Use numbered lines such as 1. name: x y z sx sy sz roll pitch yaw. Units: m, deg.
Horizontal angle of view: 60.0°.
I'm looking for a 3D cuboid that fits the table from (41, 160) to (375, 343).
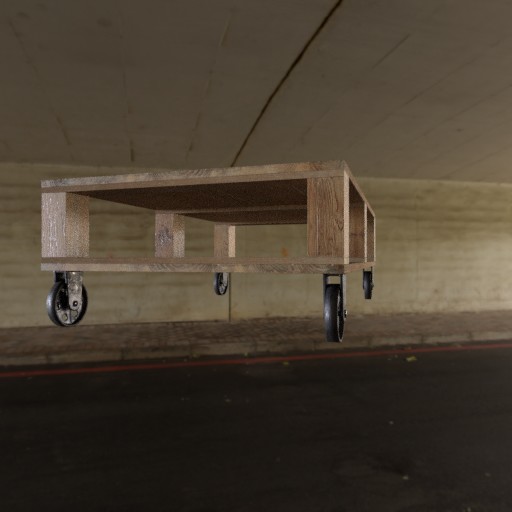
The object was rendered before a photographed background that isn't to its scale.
1. table: 0.000 0.000 1.715 0.827 0.413 1.299 0 0 18
